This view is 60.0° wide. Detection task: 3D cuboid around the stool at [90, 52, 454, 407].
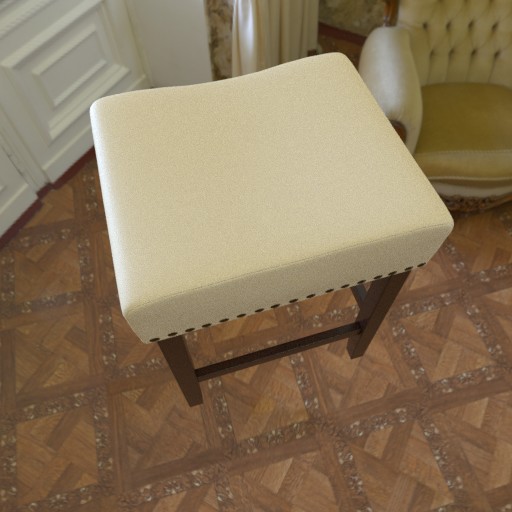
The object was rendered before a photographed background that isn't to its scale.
[{"bbox_3d":[0.000,0.000,0.921,0.471,0.609,0.401,-15,60,-9],"label":"stool"}]
